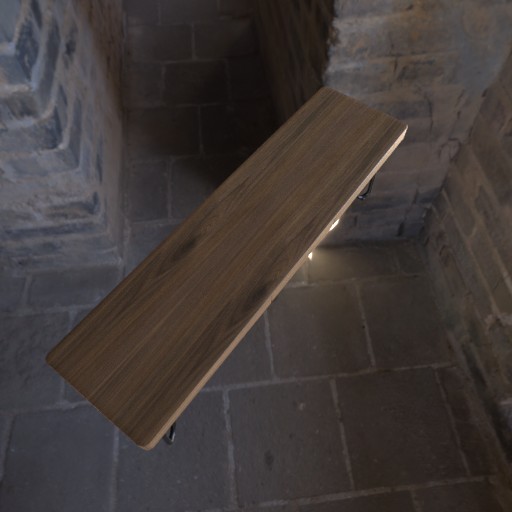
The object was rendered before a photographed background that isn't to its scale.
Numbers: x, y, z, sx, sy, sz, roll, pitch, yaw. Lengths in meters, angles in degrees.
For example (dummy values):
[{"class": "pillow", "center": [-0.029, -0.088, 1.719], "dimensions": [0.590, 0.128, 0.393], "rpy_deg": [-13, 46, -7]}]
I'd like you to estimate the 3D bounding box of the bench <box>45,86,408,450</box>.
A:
[{"class": "bench", "center": [0.000, 0.000, 1.781], "dimensions": [0.425, 0.462, 1.570], "rpy_deg": [33, 64, 18]}]
